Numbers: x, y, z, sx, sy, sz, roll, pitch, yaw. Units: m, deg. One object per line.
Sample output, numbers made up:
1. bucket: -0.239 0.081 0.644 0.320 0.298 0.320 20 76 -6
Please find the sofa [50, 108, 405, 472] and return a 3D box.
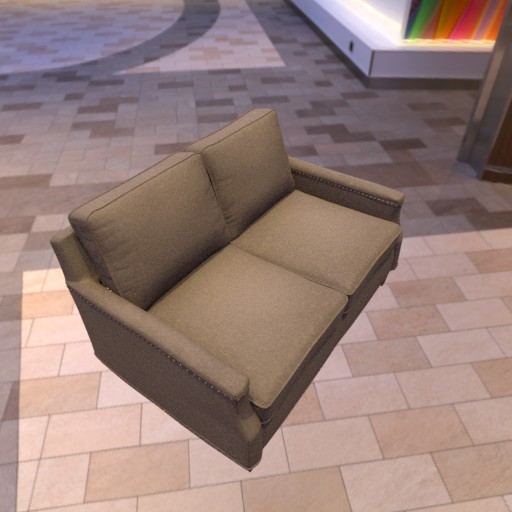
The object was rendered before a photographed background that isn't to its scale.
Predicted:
1. sofa: 0.000 0.000 2.302 1.084 1.003 1.597 25 46 26
